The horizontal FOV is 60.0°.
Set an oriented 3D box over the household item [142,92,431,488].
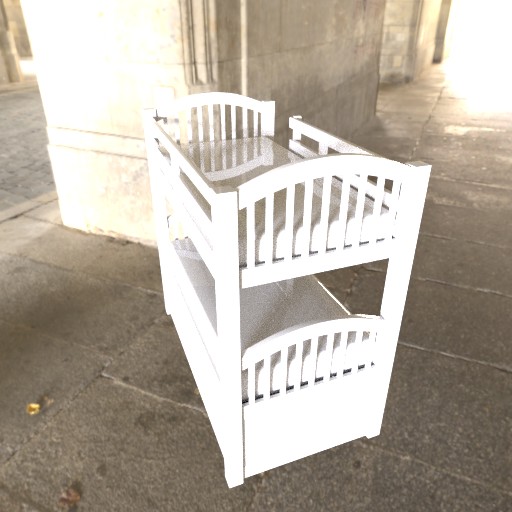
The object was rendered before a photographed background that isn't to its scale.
[{"bbox_3d":[0.000,0.000,3.282,1.143,2.032,2.032,-11,30,-19],"label":"household item"}]
